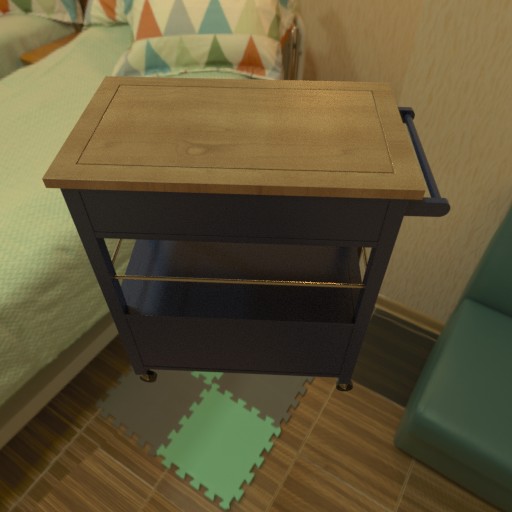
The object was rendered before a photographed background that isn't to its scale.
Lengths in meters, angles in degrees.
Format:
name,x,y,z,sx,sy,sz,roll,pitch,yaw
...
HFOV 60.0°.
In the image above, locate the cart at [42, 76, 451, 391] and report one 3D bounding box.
name,x,y,z,sx,sy,sz,roll,pitch,yaw
cart,0.000,0.000,1.362,0.840,0.901,0.459,2,47,2
